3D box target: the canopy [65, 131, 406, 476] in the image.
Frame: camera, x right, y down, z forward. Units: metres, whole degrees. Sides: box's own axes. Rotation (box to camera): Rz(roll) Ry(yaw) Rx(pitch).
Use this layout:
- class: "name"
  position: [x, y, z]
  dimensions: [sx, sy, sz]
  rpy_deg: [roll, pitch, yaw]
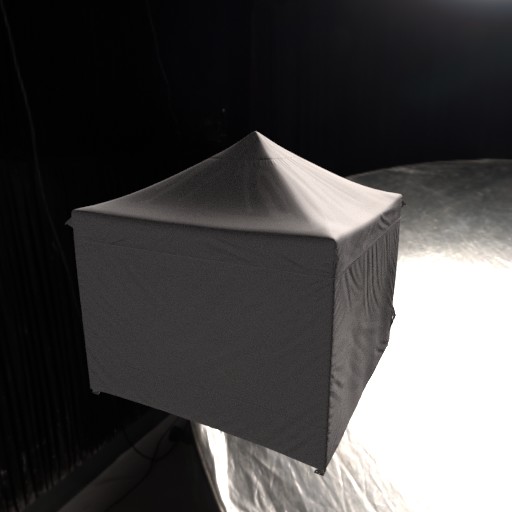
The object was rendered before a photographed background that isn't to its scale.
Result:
- class: "canopy"
  position: [0.000, 0.000, 5.534]
  dimensions: [3.043, 2.997, 3.121]
  rpy_deg: [8, 18, 26]
